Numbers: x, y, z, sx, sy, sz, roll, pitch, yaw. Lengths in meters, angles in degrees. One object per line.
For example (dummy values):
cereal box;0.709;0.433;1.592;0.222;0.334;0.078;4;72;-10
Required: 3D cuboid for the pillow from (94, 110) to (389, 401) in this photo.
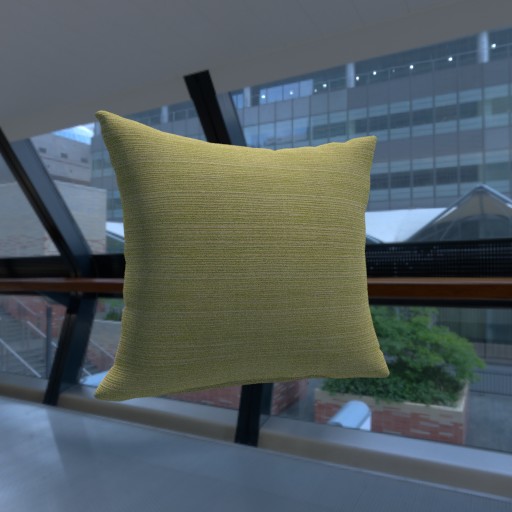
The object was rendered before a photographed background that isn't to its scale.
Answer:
pillow;0.000;0.000;0.815;0.560;0.487;0.229;0;-1;-18
